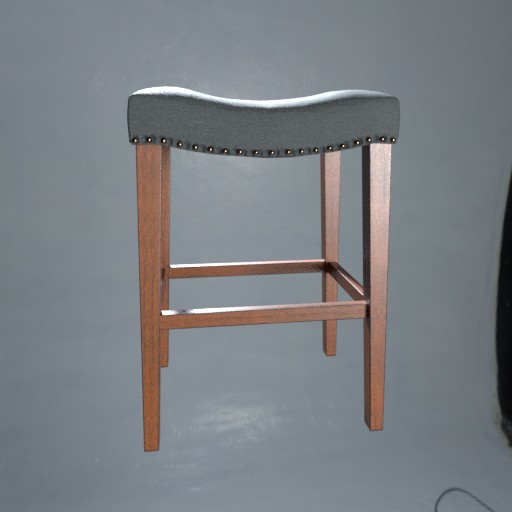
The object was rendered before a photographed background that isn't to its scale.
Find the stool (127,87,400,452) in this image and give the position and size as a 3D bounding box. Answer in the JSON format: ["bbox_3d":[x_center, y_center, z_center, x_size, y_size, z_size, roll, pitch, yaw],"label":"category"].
[{"bbox_3d":[0.000,0.000,0.875,0.439,0.612,0.320,-2,16,-7],"label":"stool"}]
